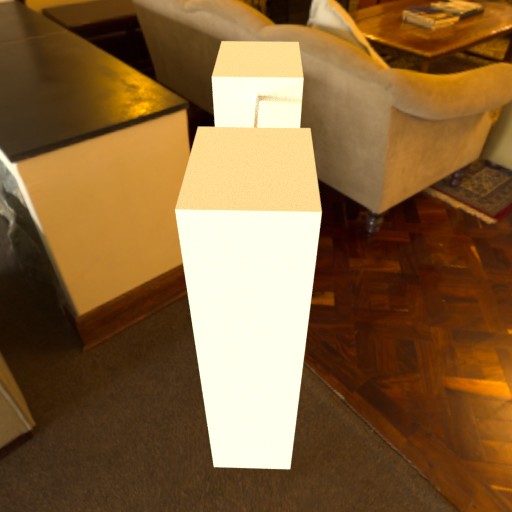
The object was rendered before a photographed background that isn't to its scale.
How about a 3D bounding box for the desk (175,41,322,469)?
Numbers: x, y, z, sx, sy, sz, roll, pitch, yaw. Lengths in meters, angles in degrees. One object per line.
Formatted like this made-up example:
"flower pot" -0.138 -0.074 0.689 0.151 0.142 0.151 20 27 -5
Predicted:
"desk" 0.000 0.000 2.776 0.480 2.000 1.770 1 42 1
